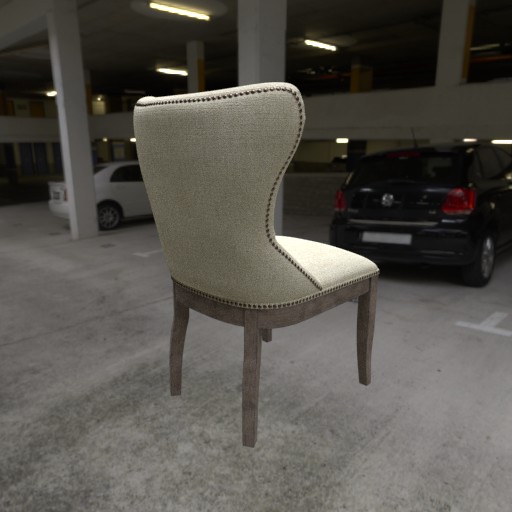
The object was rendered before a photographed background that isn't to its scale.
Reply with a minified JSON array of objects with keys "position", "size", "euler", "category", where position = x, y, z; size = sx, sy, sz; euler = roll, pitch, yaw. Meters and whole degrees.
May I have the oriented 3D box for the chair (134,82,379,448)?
[{"position":[0.000,0.000,1.468],"size":[0.681,1.002,0.654],"euler":[-14,21,-43],"category":"chair"}]
